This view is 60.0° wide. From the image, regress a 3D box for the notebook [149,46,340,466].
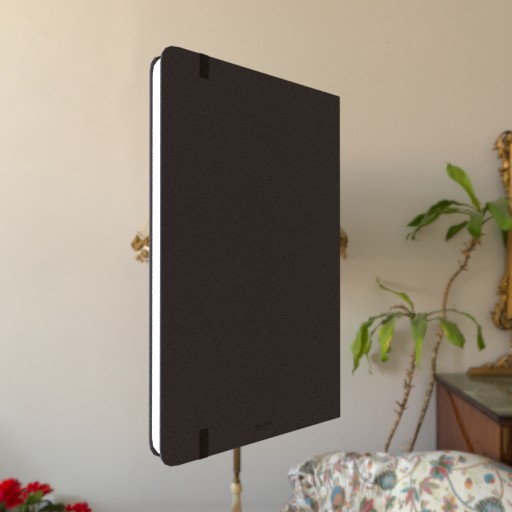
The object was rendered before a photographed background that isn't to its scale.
[{"bbox_3d":[0.000,0.000,0.262,0.127,0.213,0.016,0,-1,-36],"label":"notebook"}]
